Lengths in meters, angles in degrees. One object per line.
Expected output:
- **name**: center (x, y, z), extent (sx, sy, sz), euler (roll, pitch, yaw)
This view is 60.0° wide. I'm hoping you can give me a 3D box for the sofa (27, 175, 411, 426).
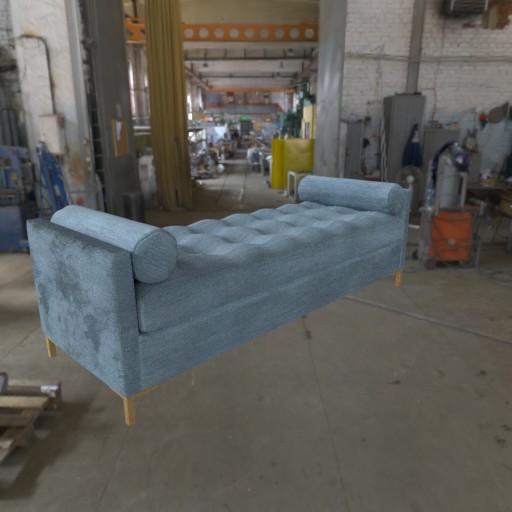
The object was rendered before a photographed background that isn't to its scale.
- **sofa**: center (0.000, 0.000, 2.453), extent (0.796, 0.705, 2.102), euler (16, 22, 42)
